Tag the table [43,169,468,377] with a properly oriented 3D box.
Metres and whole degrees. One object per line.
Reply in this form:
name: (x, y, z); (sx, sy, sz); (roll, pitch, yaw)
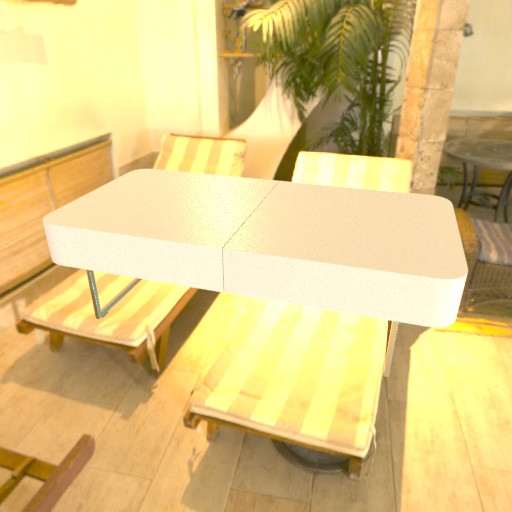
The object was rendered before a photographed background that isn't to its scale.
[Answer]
table: (0.000, 0.000, 1.487); (1.200, 0.340, 0.600); (8, 28, 15)
